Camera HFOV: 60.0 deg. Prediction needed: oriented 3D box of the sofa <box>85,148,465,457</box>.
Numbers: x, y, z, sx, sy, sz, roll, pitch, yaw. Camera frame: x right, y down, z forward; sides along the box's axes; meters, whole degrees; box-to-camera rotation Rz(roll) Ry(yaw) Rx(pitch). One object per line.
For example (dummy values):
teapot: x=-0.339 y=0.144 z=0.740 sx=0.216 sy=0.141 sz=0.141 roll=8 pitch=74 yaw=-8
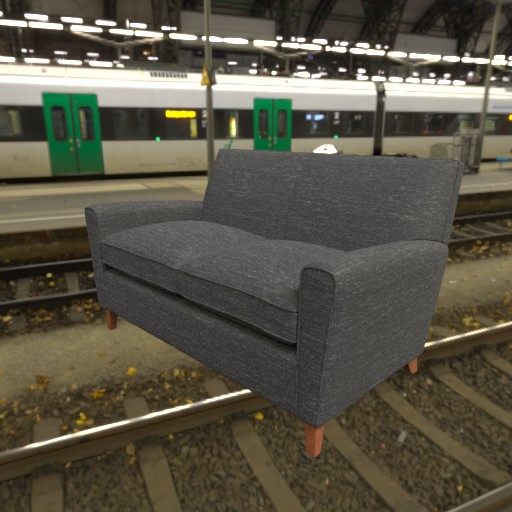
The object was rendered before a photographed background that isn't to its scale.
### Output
sofa: x=0.000 y=0.000 z=1.931 sx=1.420 sy=0.846 sz=0.875 roll=15 pitch=22 yaw=42
